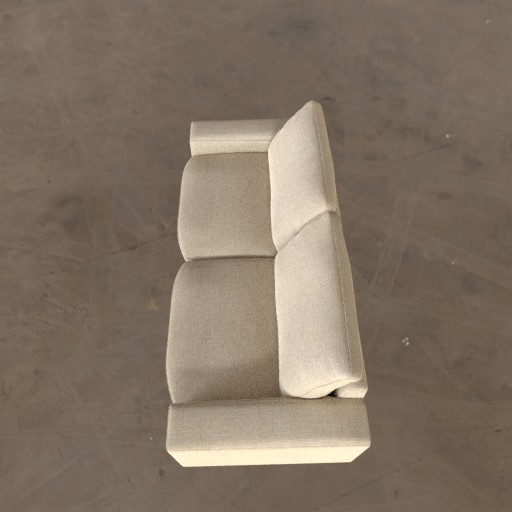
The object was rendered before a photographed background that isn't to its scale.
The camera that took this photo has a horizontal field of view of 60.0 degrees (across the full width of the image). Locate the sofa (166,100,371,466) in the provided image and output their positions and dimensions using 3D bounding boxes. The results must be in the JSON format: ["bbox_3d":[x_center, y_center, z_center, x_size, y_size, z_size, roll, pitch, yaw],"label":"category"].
[{"bbox_3d":[0.000,0.000,2.799,1.040,0.922,2.299,-1,57,-1],"label":"sofa"}]
